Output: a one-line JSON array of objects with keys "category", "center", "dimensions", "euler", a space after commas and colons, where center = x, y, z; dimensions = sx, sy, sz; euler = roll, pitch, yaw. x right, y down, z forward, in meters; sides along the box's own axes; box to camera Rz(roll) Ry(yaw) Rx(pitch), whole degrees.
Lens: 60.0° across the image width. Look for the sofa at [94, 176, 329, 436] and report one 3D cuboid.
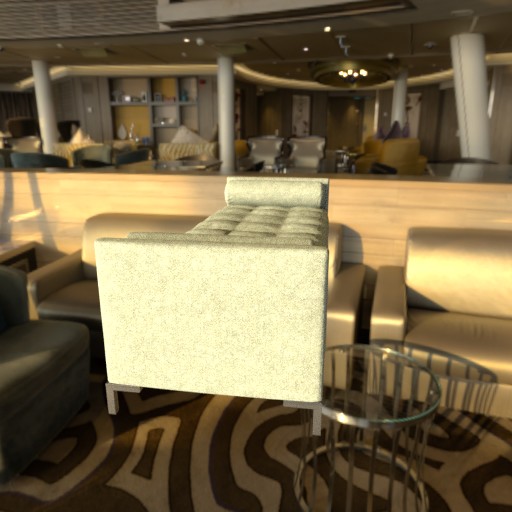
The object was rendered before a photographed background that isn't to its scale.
[{"category": "sofa", "center": [0.000, 0.000, 2.472], "dimensions": [0.797, 0.657, 2.102], "euler": [3, 16, 9]}]
